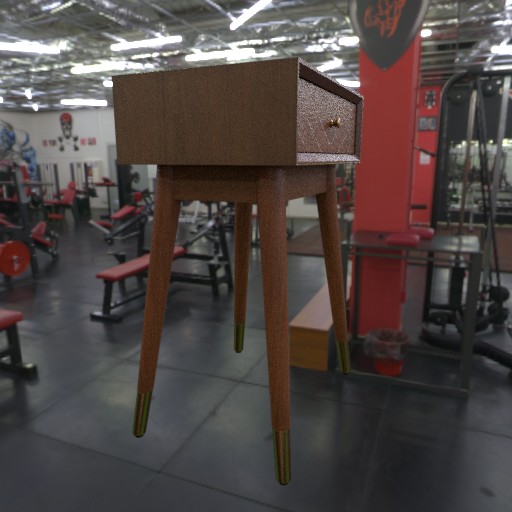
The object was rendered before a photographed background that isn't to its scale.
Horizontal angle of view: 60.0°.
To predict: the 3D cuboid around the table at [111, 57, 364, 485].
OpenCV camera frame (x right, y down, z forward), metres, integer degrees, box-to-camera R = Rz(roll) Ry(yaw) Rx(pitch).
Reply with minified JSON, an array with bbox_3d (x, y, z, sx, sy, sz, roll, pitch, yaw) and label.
[{"bbox_3d":[0.000,0.000,0.832,0.300,0.599,0.406,6,14,24],"label":"table"}]
